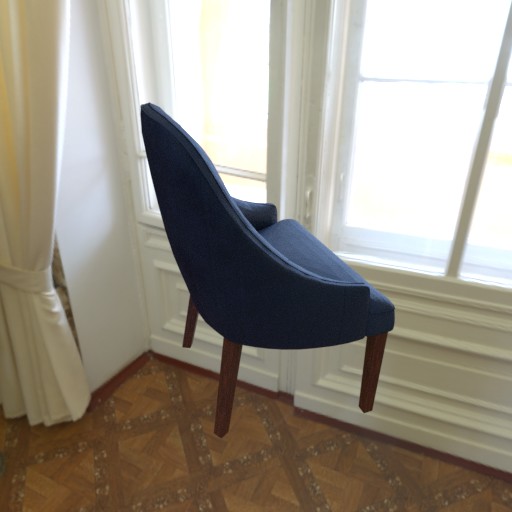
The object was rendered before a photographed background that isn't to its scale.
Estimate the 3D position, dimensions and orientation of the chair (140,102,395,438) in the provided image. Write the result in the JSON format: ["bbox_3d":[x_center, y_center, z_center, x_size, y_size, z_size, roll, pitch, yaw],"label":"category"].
[{"bbox_3d":[0.000,0.000,1.324,0.575,0.889,0.643,-10,30,-19],"label":"chair"}]
